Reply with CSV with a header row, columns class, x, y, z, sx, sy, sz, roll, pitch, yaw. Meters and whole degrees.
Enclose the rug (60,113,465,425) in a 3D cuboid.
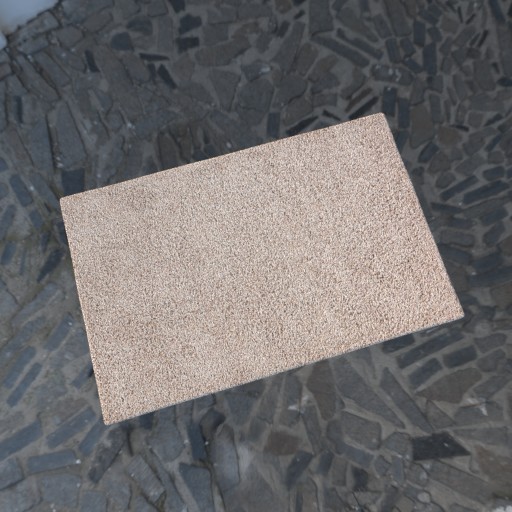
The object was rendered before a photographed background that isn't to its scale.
class,x,y,z,sx,sy,sz,roll,pitch,yaw
rug,0.000,0.000,3.424,2.743,0.030,1.778,-16,77,-4
